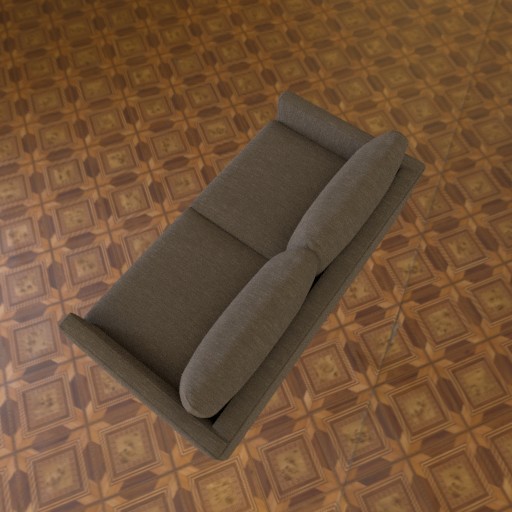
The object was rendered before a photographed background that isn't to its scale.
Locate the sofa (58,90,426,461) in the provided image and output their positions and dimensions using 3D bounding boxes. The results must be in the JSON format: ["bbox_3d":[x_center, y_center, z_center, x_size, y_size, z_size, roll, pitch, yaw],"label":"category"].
[{"bbox_3d":[0.000,0.000,2.183,0.875,0.840,1.682,34,69,15],"label":"sofa"}]
